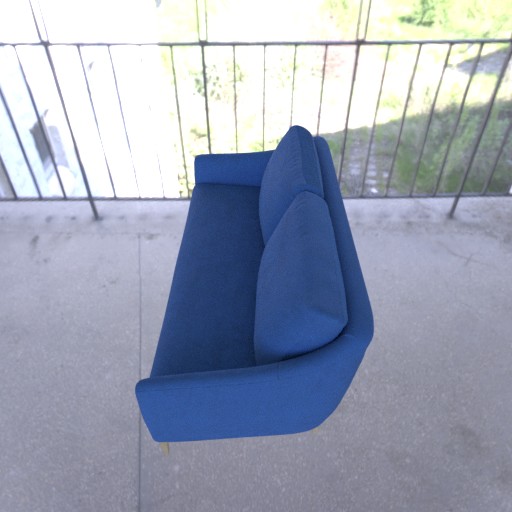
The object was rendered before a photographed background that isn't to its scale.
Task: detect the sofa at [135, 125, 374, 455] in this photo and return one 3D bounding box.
[{"bbox_3d":[0.000,0.000,2.588,0.960,0.903,2.036,0,39,0],"label":"sofa"}]
